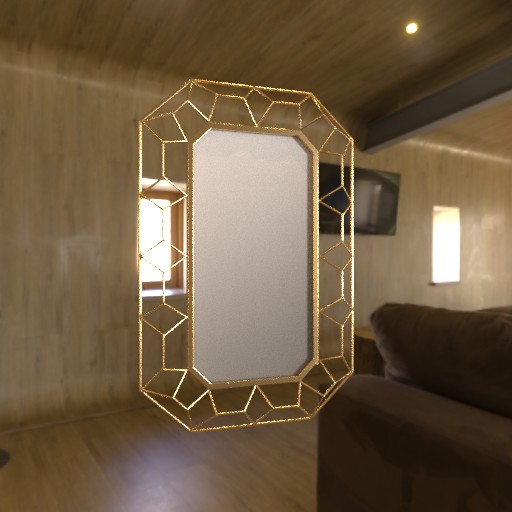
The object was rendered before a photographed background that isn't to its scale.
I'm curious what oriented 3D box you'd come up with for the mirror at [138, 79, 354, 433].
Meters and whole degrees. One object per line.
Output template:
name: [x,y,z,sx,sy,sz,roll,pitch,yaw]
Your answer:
mirror: [0.000,0.000,1.114,0.572,0.870,0.051,0,0,-17]
